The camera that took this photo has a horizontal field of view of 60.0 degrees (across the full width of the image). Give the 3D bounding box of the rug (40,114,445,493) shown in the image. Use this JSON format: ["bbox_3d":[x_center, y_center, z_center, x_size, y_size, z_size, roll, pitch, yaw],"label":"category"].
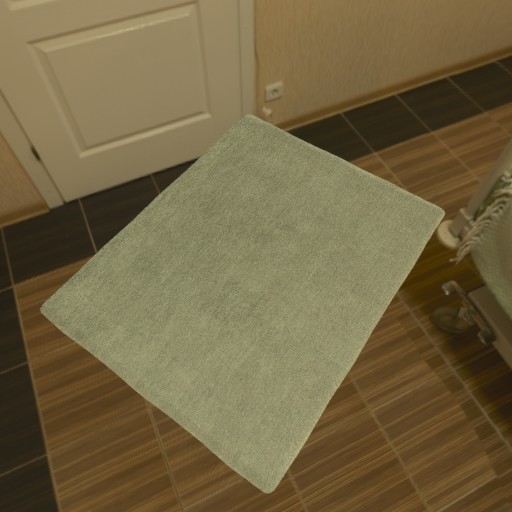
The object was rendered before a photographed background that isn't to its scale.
[{"bbox_3d":[0.000,0.000,3.879,2.332,0.027,2.933,31,63,18],"label":"rug"}]
